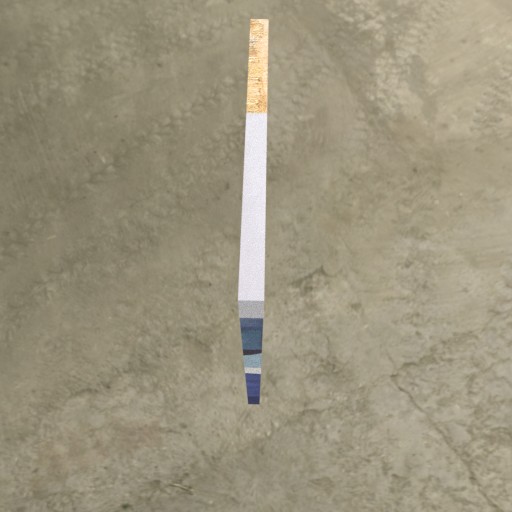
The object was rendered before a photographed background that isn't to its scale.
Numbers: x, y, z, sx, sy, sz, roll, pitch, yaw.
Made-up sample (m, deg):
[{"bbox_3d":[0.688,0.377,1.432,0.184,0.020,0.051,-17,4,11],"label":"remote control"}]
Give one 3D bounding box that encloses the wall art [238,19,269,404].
[{"bbox_3d":[0.000,0.000,1.161,0.039,0.911,0.607,1,63,0],"label":"wall art"}]
